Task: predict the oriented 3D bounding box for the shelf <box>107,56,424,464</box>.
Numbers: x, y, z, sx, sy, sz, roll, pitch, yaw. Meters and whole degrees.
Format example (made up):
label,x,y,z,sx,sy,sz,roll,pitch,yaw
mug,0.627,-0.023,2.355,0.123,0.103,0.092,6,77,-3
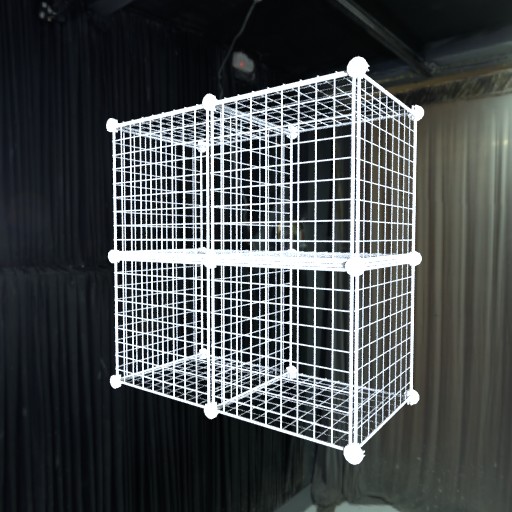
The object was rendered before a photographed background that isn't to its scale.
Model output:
label,x,y,z,sx,sy,sz,roll,pitch,yaw
shelf,0.000,0.000,1.116,0.711,0.711,0.356,2,3,36
